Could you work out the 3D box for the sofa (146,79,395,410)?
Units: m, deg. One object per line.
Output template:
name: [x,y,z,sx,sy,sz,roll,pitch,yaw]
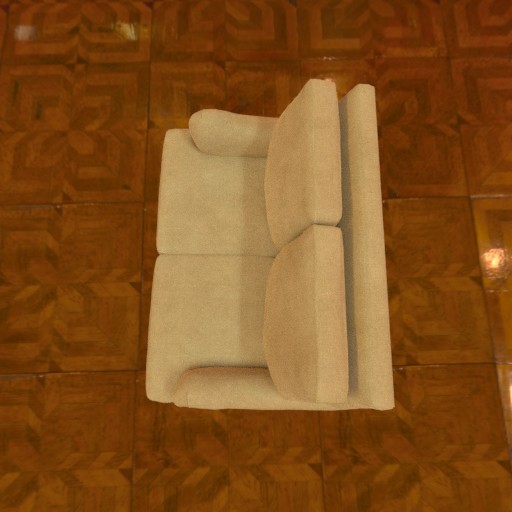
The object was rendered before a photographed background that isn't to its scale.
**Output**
sofa: [0.000,0.000,2.301,1.086,1.087,1.498,1,75,0]
